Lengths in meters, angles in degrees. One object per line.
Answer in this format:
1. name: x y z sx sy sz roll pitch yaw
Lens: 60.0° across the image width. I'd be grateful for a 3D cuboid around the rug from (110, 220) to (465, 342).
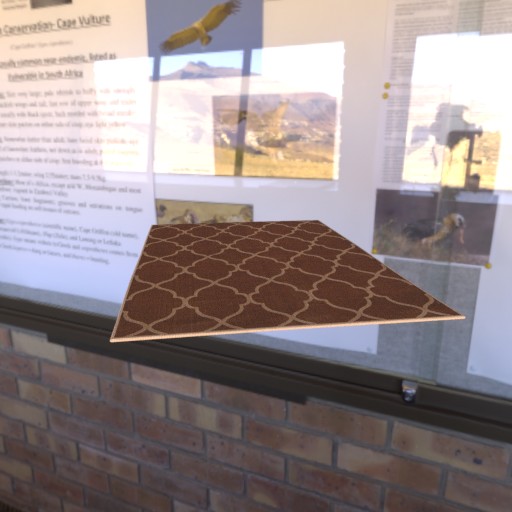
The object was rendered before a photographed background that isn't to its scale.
1. rug: 0.000 0.000 2.930 1.526 0.014 2.290 -2 16 -8
